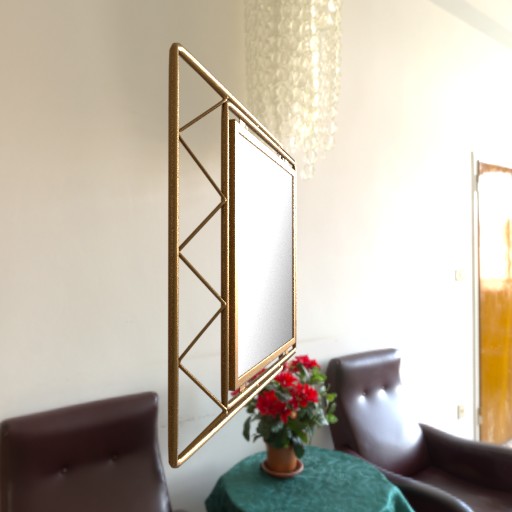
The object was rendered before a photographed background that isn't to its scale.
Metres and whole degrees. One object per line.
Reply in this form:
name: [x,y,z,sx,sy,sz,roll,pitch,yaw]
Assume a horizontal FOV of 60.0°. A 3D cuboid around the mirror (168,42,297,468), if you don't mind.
mirror: [0.000,0.000,0.613,0.046,0.414,0.416,0,-1,18]
